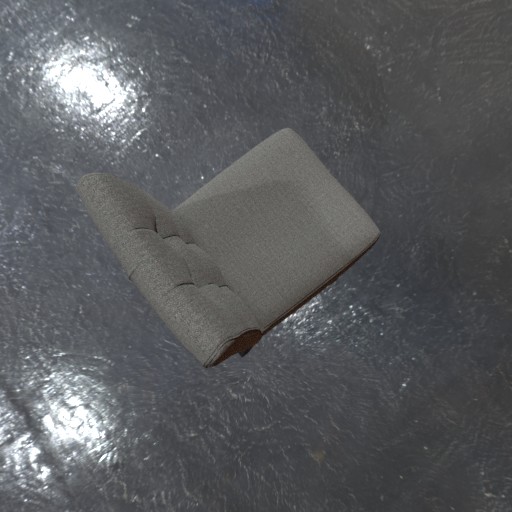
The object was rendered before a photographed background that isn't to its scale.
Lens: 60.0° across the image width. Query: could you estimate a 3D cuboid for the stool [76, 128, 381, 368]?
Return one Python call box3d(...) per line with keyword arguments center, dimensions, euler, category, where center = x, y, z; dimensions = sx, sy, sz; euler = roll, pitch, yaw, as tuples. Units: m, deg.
box3d(center=(0.000, 0.000, 1.280), dimensions=(0.548, 1.047, 0.411), euler=(-36, 79, -8), category="stool")
